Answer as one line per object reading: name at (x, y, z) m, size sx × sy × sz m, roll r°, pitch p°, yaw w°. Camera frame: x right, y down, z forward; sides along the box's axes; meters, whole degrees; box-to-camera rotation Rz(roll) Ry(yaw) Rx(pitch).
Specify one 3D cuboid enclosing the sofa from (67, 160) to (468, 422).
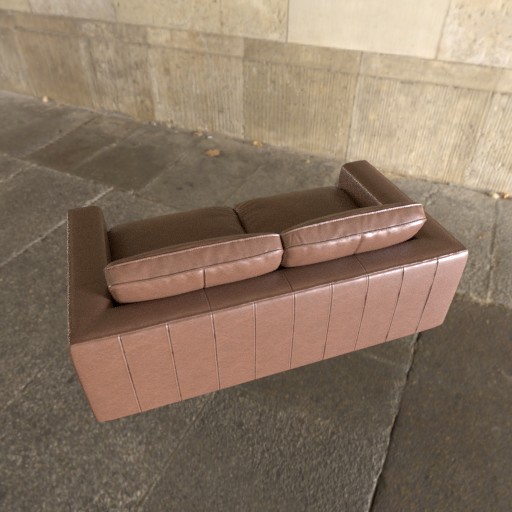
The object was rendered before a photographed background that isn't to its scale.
sofa at (0.000, 0.000, 2.450) m, size 1.920 × 0.800 × 1.070 m, roll -12°, pitch 41°, yaw -14°
